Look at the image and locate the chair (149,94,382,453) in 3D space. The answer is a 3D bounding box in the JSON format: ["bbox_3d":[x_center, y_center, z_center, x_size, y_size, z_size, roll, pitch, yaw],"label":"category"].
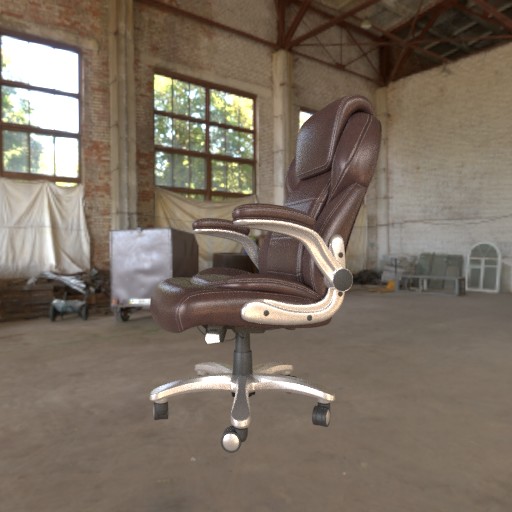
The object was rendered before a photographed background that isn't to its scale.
[{"bbox_3d":[0.000,0.000,1.644,0.774,1.160,0.733,0,1,-18],"label":"chair"}]
